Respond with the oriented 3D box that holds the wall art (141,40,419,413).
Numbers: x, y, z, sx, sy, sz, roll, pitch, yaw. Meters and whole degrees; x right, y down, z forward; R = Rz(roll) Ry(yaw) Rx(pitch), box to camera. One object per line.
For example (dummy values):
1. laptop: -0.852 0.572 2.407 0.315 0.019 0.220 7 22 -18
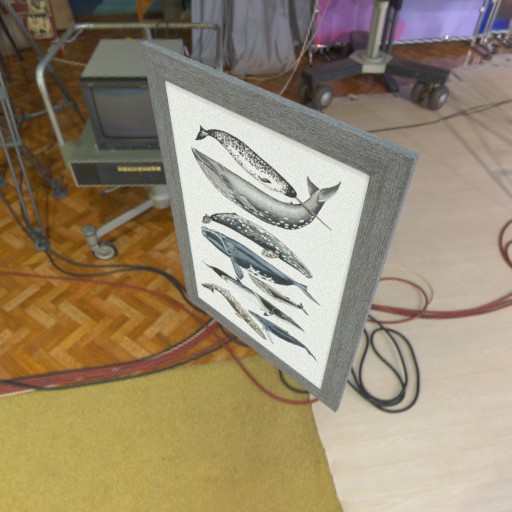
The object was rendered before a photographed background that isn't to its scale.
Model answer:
1. wall art: 0.000 0.000 1.357 0.768 1.070 0.020 33 55 27
